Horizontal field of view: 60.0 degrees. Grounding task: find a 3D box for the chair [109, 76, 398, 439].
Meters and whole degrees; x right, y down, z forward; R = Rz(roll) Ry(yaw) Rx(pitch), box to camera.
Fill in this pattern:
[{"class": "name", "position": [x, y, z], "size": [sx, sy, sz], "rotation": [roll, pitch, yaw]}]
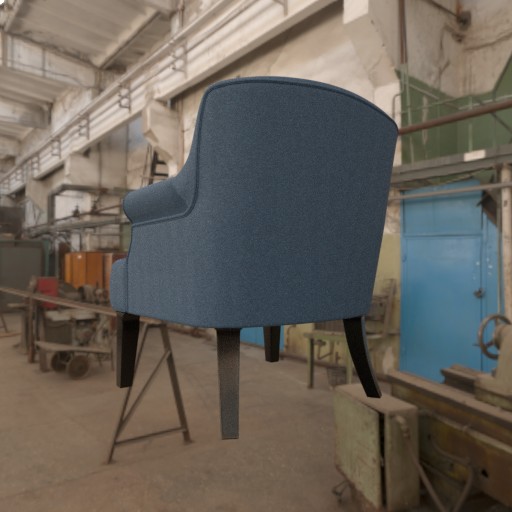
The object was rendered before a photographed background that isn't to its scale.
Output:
[{"class": "chair", "position": [0.000, 0.000, 1.439], "size": [0.770, 0.878, 0.754], "rotation": [1, -1, -36]}]
